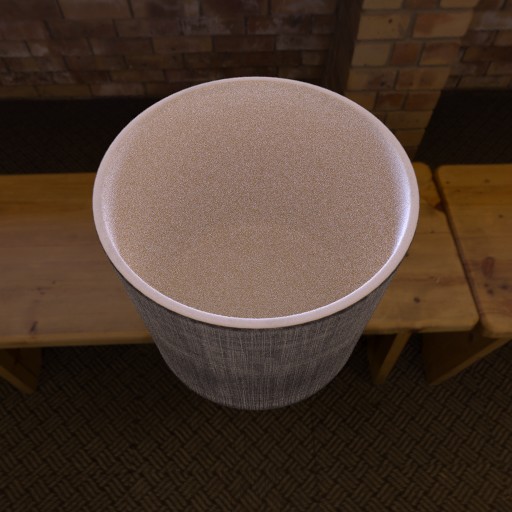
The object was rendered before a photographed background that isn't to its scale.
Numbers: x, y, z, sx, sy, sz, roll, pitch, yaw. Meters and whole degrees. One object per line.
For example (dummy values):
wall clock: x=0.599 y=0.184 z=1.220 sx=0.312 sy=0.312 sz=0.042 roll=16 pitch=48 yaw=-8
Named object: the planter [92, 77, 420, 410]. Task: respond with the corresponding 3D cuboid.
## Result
planter: x=0.000 y=0.000 z=0.389 sx=0.221 sy=0.201 sz=0.221 roll=0 pitch=58 yaw=0
